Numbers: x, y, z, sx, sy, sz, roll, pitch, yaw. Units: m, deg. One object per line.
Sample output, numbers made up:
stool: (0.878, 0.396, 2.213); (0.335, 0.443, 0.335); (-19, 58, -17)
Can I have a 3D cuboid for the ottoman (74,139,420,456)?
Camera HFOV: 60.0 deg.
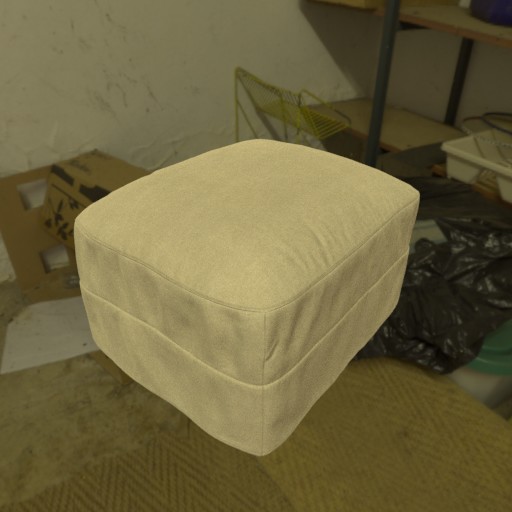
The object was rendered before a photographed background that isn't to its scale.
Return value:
ottoman: (0.000, 0.000, 1.112); (0.584, 0.480, 0.712); (22, 38, 32)
